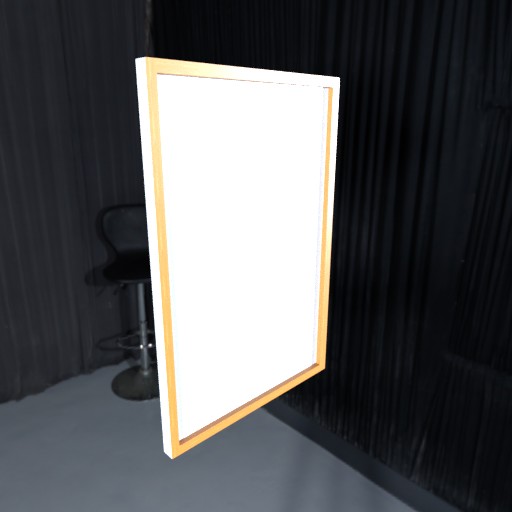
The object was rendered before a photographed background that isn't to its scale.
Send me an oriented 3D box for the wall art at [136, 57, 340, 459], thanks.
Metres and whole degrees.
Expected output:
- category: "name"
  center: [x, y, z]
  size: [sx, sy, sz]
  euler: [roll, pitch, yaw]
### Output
- category: "wall art"
  center: [0.000, 0.000, 0.781]
  size: [0.405, 0.608, 0.025]
  euler: [-16, 23, -41]
